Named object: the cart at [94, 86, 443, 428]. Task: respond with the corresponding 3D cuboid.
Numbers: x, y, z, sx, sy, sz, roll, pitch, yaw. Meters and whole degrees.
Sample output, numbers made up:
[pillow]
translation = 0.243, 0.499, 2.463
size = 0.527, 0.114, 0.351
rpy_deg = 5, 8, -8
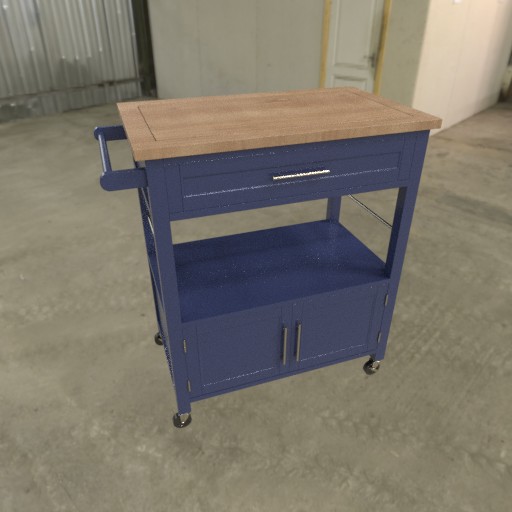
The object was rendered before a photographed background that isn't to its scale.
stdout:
[cart]
translation = 0.000, 0.000, 1.416
size = 0.840, 0.901, 0.459
rpy_deg = -10, 33, -16
